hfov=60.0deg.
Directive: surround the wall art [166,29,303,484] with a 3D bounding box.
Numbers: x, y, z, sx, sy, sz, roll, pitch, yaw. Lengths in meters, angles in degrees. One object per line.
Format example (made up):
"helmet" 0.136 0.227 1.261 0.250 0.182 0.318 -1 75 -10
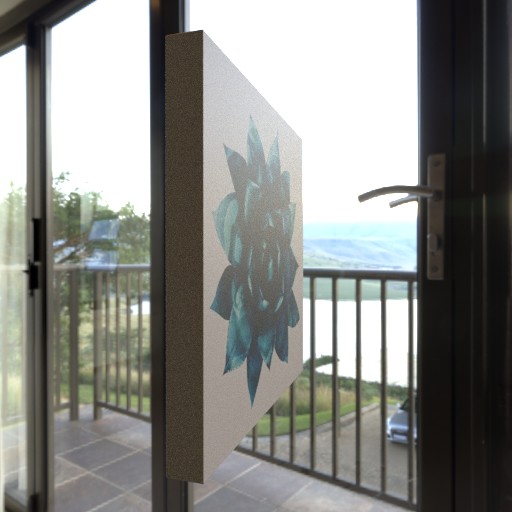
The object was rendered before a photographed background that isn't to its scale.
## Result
"wall art" 0.000 0.000 0.594 0.038 0.406 0.406 0 0 19
